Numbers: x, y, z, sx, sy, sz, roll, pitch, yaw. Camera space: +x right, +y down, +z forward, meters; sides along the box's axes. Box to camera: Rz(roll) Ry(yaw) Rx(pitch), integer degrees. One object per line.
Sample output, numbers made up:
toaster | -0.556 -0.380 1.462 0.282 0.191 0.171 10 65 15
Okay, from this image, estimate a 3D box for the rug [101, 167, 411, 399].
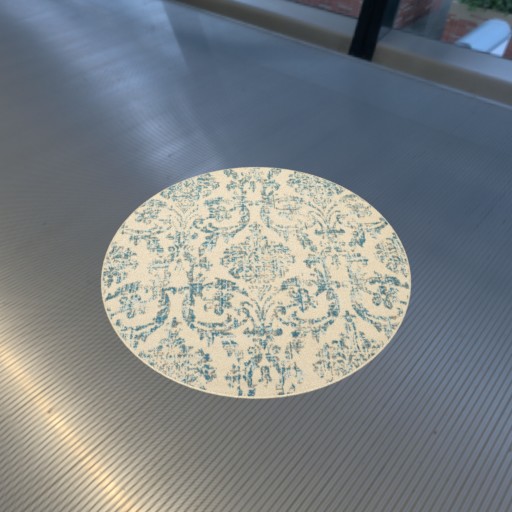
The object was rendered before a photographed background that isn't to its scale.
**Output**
rug | 0.000 0.000 2.341 1.593 0.012 1.593 0 47 0
